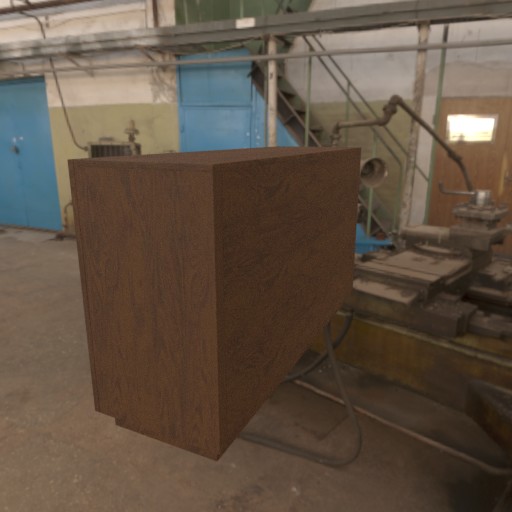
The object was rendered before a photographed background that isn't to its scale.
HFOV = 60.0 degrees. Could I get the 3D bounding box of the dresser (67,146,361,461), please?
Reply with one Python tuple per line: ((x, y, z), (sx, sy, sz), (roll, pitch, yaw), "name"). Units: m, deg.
((0.000, 0.000, 1.934), (0.512, 0.889, 1.523), (7, 17, 25), "dresser")
